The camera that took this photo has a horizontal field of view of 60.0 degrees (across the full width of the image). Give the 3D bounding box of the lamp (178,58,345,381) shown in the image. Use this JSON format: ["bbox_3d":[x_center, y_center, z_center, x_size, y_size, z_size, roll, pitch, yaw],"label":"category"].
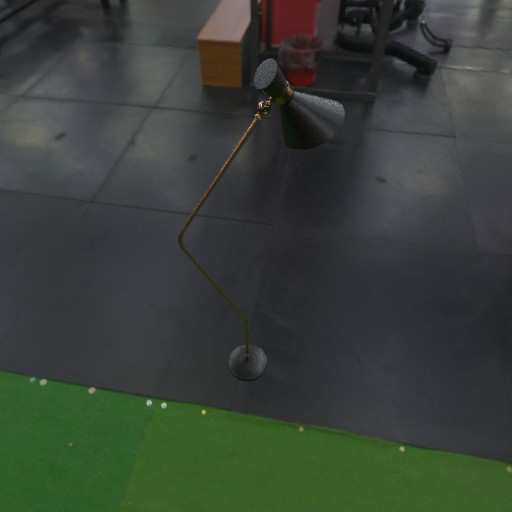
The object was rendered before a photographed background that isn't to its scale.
[{"bbox_3d":[0.000,0.000,1.613,0.467,1.438,0.277,10,48,9],"label":"lamp"}]
